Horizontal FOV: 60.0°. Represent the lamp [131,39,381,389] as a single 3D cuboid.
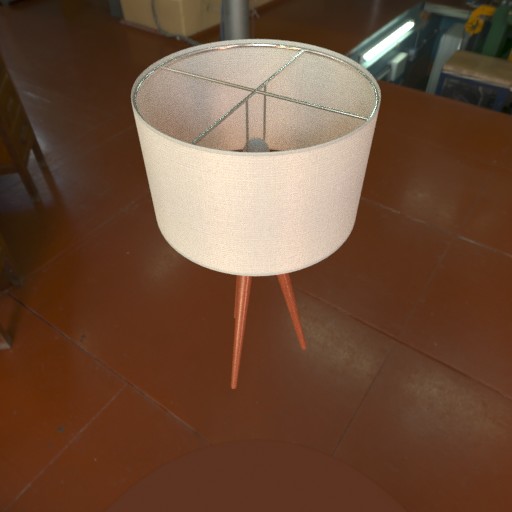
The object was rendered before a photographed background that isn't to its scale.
[{"bbox_3d":[0.000,0.000,0.894,0.355,0.709,0.354,-15,48,-14],"label":"lamp"}]
